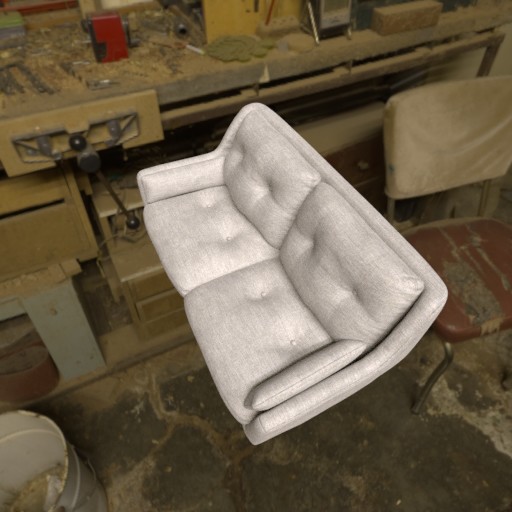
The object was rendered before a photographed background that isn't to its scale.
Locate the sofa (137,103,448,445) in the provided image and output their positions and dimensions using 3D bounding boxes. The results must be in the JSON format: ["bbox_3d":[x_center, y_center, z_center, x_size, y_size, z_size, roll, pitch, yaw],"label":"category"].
[{"bbox_3d":[0.000,0.000,2.527,0.976,0.897,1.930,-19,49,-17],"label":"sofa"}]
